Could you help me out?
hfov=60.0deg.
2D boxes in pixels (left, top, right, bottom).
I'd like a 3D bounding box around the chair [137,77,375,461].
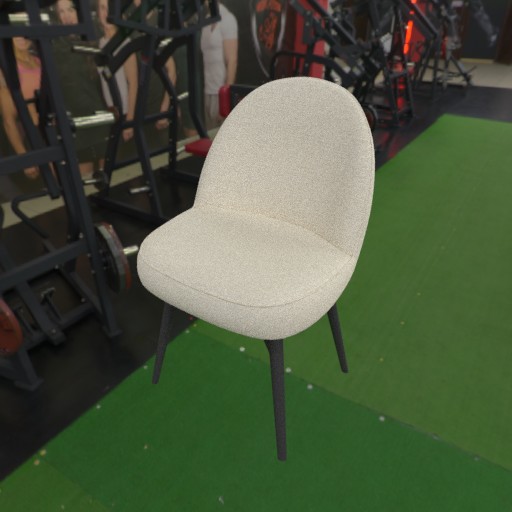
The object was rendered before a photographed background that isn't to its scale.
[{"bbox_3d":[0.000,0.000,1.188,0.532,0.838,0.540,19,35,30],"label":"chair"}]
